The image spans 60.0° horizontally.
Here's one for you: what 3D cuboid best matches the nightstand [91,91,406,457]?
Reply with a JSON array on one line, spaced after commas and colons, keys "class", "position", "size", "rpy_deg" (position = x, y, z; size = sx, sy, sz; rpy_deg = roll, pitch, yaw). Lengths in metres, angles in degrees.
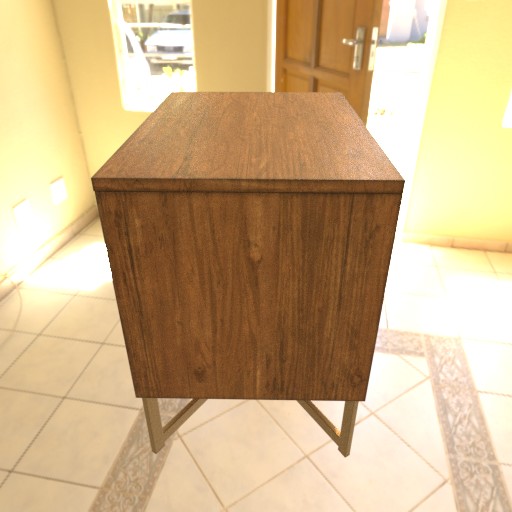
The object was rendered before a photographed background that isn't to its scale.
[{"class": "nightstand", "position": [0.000, 0.000, 1.025], "size": [0.446, 0.610, 0.610], "rpy_deg": [1, 31, 1]}]
